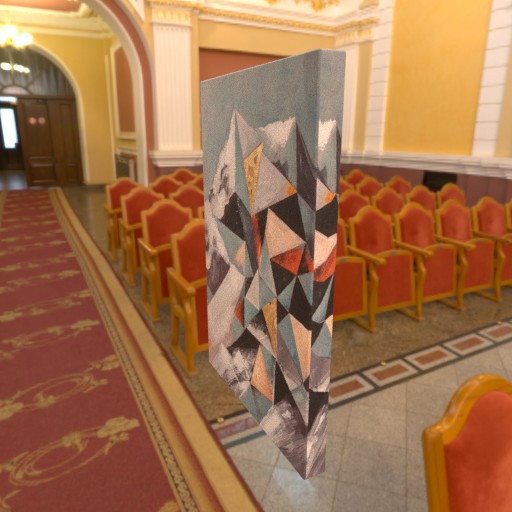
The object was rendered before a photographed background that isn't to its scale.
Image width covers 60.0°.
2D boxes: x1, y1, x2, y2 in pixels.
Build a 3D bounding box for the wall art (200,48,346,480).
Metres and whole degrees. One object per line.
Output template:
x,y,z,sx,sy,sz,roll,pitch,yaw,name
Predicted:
0.000,0.000,1.167,0.061,0.911,0.609,-8,17,-26,wall art
